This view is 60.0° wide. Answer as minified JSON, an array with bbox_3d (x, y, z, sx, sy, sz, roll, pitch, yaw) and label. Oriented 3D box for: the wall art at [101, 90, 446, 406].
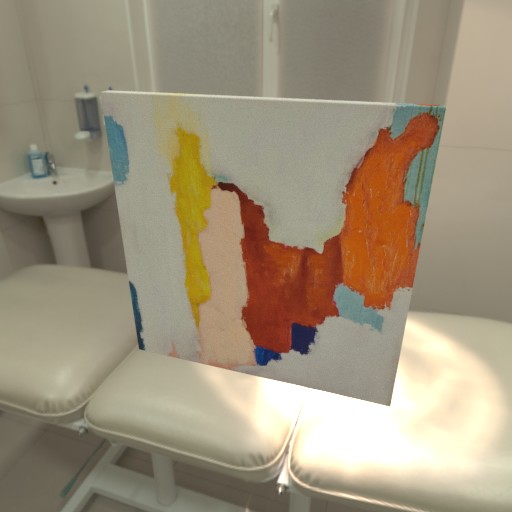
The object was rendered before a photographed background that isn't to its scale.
[{"bbox_3d":[0.000,0.000,1.201,0.814,0.814,0.037,8,28,16],"label":"wall art"}]
